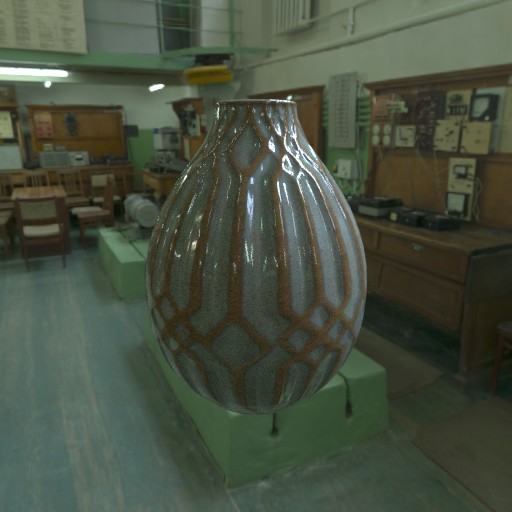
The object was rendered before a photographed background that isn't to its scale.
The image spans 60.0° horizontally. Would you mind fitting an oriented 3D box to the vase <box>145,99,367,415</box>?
[{"bbox_3d":[0.000,0.000,0.266,0.131,0.175,0.131,0,16,0],"label":"vase"}]
